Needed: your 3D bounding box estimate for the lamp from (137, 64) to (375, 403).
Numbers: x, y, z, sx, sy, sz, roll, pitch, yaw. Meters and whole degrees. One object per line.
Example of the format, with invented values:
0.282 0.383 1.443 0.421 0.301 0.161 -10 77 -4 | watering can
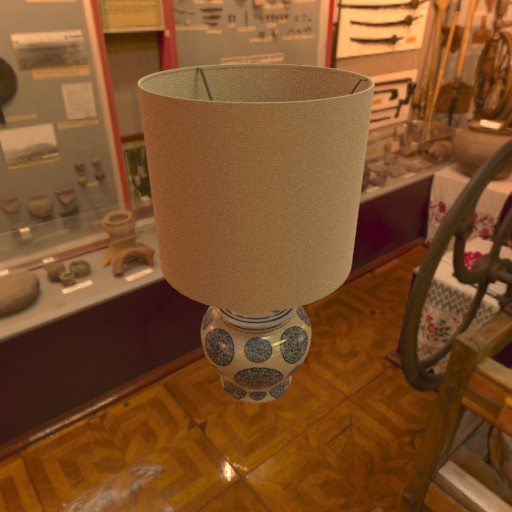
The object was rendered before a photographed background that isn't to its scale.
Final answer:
0.000 0.000 0.507 0.215 0.381 0.215 -21 36 -31 | lamp
